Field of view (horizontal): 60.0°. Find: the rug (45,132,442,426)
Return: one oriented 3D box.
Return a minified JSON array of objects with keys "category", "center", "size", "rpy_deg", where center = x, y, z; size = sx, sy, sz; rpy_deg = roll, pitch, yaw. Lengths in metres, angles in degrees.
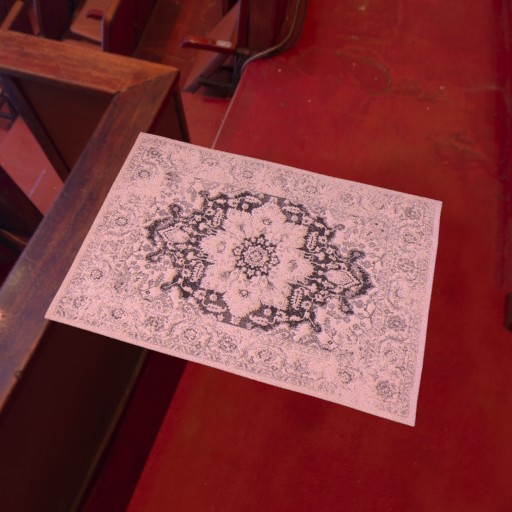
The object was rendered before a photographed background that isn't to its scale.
[{"category":"rug","center":[0.000,0.000,2.320],"size":[1.813,0.008,1.223],"rpy_deg":[15,65,7]}]
